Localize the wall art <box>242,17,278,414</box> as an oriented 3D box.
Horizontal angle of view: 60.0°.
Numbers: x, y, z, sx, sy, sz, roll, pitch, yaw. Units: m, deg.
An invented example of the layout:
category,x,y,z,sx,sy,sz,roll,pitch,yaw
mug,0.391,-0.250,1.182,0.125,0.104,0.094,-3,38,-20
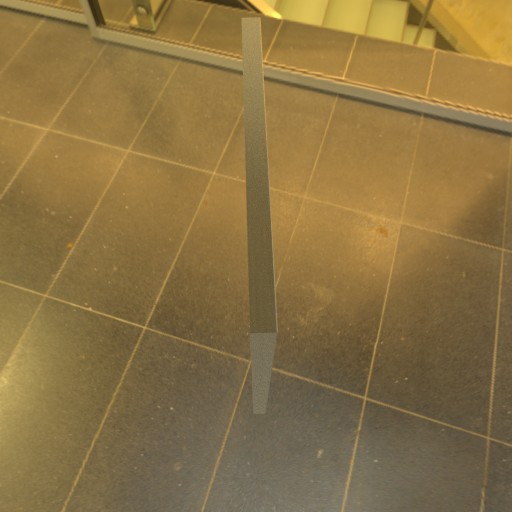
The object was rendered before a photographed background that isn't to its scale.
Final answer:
category,x,y,z,sx,sy,sz,roll,pitch,yaw
wall art,0.000,0.000,0.761,0.025,0.569,0.444,-2,63,-1
